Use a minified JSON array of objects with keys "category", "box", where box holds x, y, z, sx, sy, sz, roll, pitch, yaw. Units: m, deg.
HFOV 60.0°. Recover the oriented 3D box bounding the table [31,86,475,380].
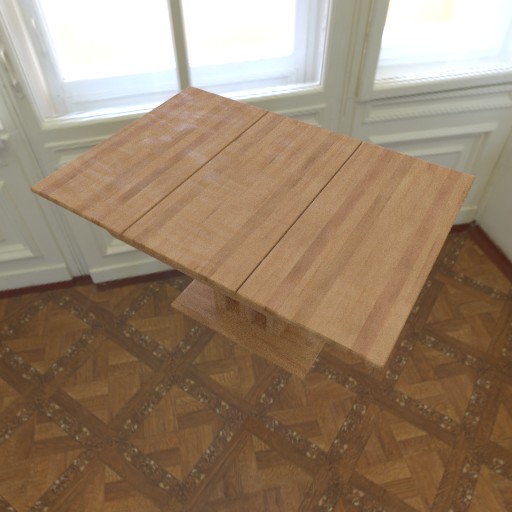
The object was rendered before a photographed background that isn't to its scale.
[{"category":"table","box":[0.000,0.000,1.850,1.300,0.770,0.900,25,52,21]}]
